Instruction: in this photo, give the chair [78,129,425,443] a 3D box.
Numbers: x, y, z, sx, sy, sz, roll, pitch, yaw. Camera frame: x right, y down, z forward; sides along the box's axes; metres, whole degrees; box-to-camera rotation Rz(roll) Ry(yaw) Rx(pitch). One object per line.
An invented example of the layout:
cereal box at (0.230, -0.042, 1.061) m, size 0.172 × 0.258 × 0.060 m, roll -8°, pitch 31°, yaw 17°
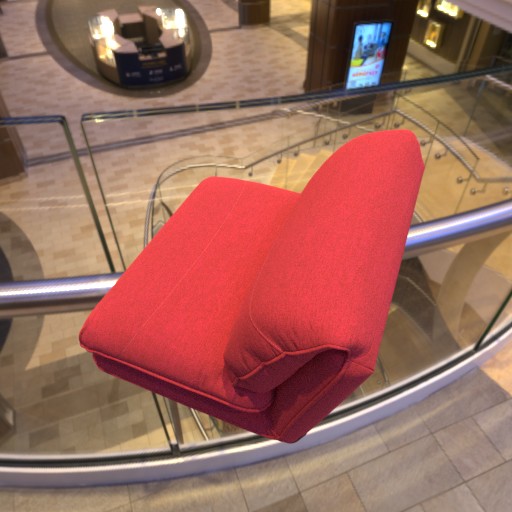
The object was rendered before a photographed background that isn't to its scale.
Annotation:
chair at (0.000, 0.000, 1.304) m, size 0.780 × 0.580 × 0.820 m, roll 16°, pitch 48°, yaw 15°
